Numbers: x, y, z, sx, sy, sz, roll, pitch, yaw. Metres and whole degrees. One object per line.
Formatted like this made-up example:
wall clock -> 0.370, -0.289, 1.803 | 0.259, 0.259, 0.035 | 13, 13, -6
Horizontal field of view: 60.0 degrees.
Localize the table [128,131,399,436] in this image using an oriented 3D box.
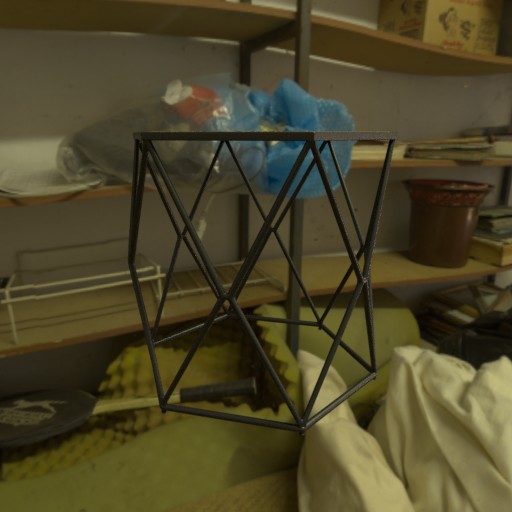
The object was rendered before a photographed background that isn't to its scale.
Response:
table -> 0.000, 0.000, 1.044 | 0.579, 0.564, 0.578 | 14, 21, 41
